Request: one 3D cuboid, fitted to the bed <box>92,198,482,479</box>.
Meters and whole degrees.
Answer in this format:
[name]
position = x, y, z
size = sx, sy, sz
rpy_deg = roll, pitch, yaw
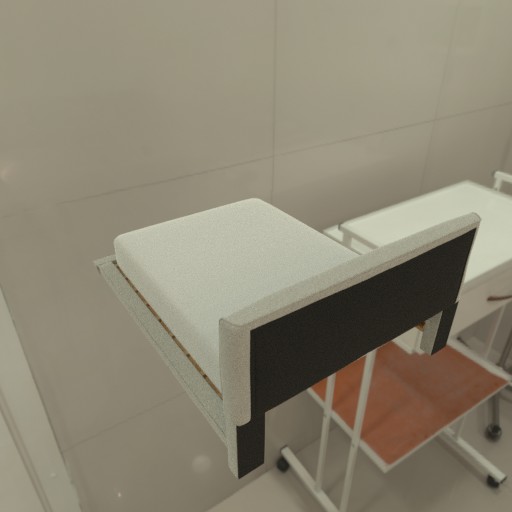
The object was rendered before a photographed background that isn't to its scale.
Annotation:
[bed]
position = 0.000, 0.000, 3.324
size = 1.840, 1.067, 2.368
rpy_deg = -20, 36, -29
